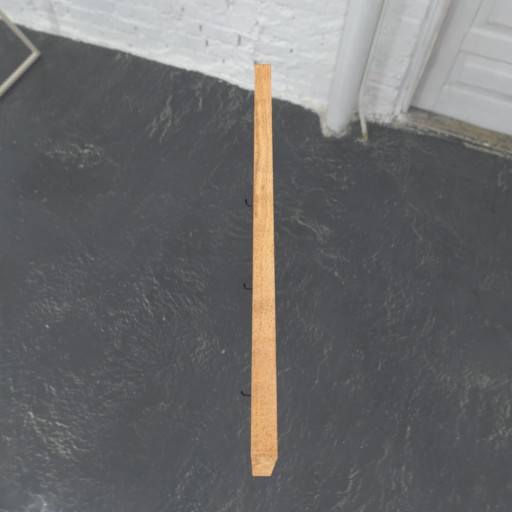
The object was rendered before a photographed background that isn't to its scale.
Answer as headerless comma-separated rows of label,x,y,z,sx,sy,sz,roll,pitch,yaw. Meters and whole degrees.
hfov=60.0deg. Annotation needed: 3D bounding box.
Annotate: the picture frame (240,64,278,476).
picture frame,0.000,0.000,0.672,0.045,0.234,0.582,0,60,0
